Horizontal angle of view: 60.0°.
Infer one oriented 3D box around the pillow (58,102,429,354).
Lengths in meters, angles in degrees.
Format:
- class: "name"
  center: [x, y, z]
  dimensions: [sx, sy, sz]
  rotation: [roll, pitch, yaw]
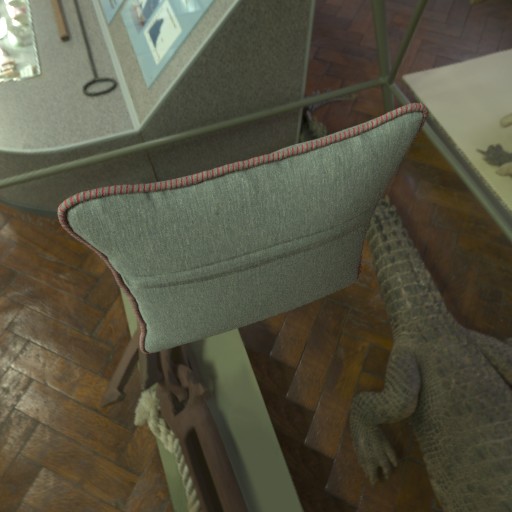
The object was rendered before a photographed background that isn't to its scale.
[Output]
- class: "pillow"
  center: [0.000, 0.000, 0.732]
  dimensions: [0.482, 0.491, 0.124]
  rotation: [-17, 60, -11]
